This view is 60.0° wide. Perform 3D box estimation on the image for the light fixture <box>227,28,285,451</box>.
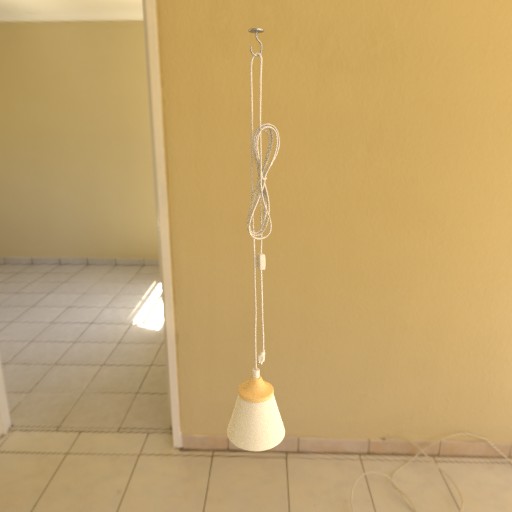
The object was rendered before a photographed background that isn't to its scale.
[{"bbox_3d":[0.000,0.000,1.043,0.153,0.966,0.153,-2,16,-8],"label":"light fixture"}]
